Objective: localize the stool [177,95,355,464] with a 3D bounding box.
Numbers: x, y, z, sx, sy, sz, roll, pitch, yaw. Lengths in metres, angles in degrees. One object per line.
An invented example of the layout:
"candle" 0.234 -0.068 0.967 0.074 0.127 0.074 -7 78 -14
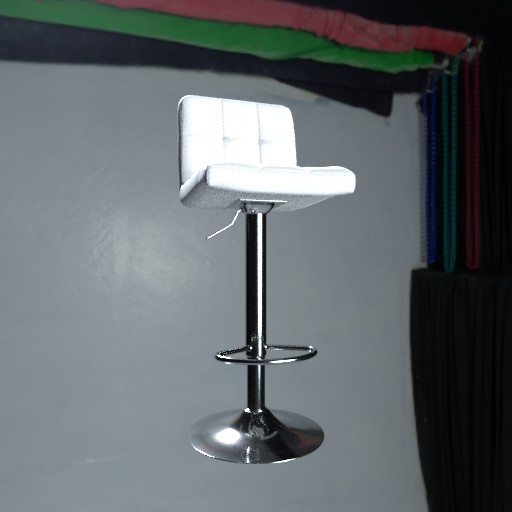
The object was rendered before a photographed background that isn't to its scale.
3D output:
"stool" 0.000 0.000 1.386 0.430 1.115 0.505 0 0 -18
